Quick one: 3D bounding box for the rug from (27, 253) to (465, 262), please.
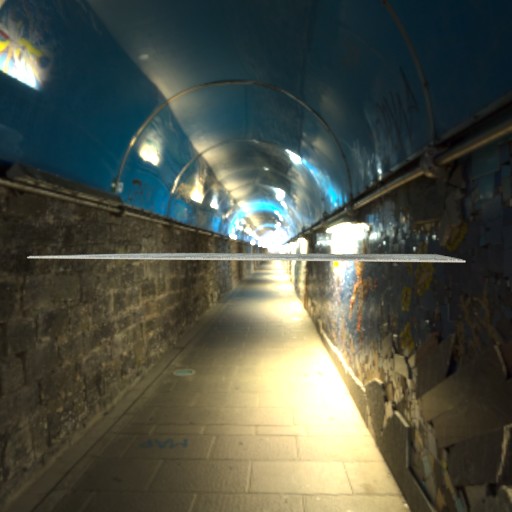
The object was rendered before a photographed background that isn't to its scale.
[{"bbox_3d":[0.000,0.000,3.051,2.431,0.012,1.536,0,1,18],"label":"rug"}]
